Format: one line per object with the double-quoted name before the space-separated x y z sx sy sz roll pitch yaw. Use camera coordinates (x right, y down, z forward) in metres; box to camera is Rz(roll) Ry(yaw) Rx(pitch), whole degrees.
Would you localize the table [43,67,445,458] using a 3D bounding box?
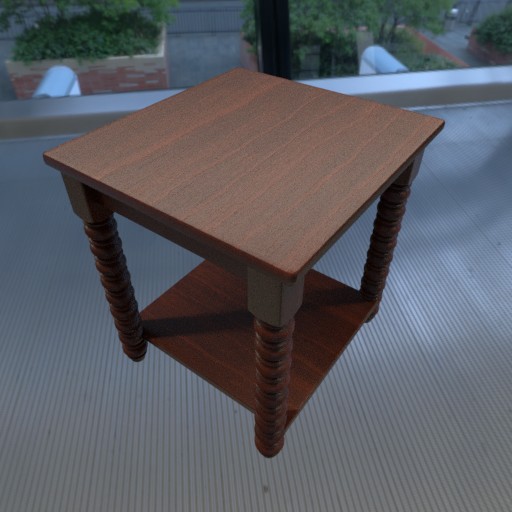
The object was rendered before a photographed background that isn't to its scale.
"table" 0.000 0.000 0.969 0.500 0.567 0.533 26 47 27
